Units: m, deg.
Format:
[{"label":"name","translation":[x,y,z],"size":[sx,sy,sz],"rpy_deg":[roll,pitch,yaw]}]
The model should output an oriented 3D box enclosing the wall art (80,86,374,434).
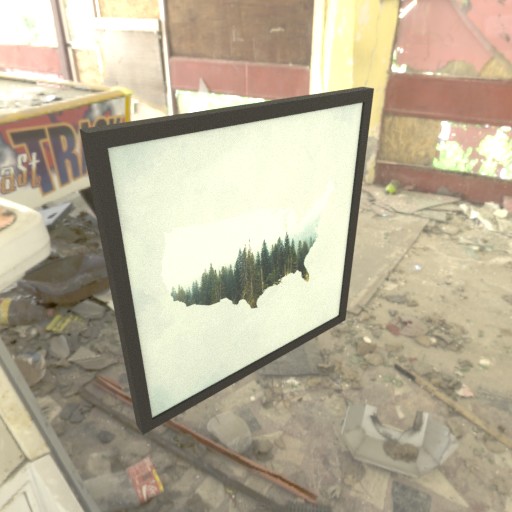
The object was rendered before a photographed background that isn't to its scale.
[{"label":"wall art","translation":[0.000,0.000,1.160],"size":[0.763,0.763,0.038],"rpy_deg":[-21,36,-33]}]
